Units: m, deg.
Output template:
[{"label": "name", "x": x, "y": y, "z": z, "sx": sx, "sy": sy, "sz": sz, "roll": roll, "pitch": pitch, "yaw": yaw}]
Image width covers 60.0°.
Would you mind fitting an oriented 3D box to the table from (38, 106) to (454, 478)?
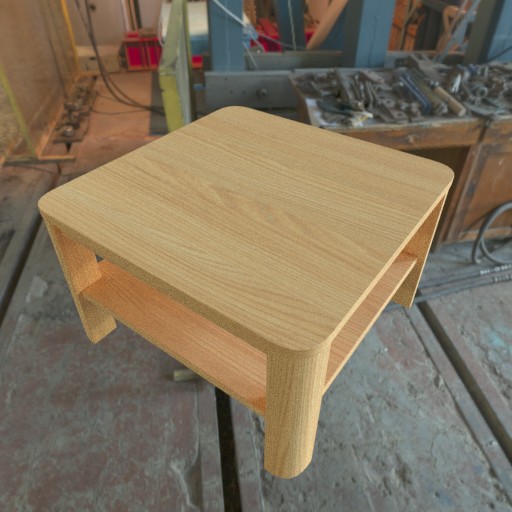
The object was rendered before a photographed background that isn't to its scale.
[{"label": "table", "x": 0.000, "y": 0.000, "z": 1.215, "sx": 0.750, "sy": 0.450, "sz": 0.750, "roll": 25, "pitch": 46, "yaw": 27}]
